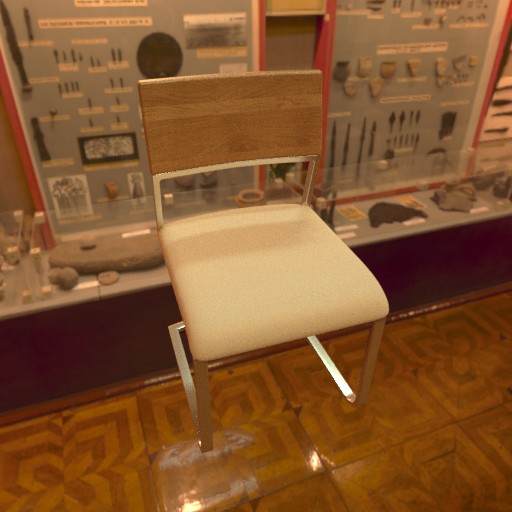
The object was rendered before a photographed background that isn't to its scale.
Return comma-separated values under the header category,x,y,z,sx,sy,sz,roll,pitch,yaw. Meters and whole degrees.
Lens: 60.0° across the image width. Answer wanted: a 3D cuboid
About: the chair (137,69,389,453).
category,x,y,z,sx,sy,sz,roll,pitch,yaw
chair,0.000,0.000,1.171,0.467,0.844,0.585,-10,33,-16
